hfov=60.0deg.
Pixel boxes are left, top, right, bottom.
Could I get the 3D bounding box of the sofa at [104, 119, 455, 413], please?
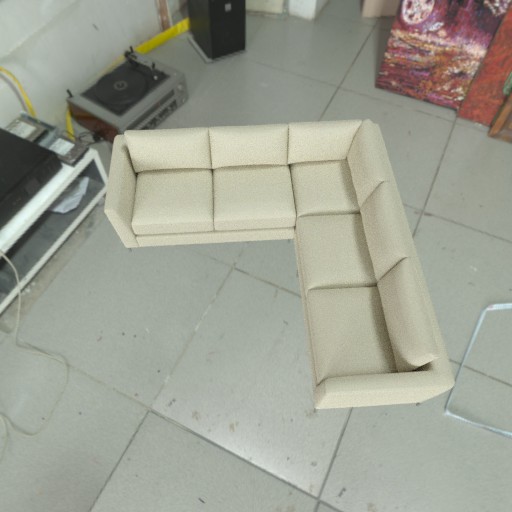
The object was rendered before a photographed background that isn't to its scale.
[{"bbox_3d":[0.000,0.000,3.645,2.430,0.867,2.448,-3,59,-2],"label":"sofa"}]
